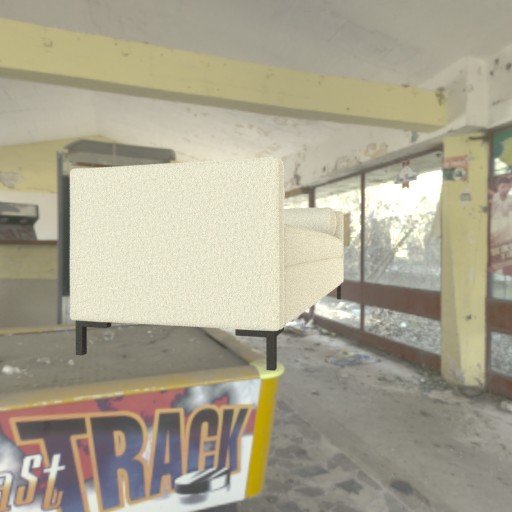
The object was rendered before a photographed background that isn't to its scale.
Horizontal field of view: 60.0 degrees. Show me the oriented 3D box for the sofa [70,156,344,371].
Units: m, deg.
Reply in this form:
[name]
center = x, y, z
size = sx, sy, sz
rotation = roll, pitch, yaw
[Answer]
[sofa]
center = 0.000, 0.000, 2.321
size = 0.746, 0.641, 1.985
rotation = 0, 1, 16
